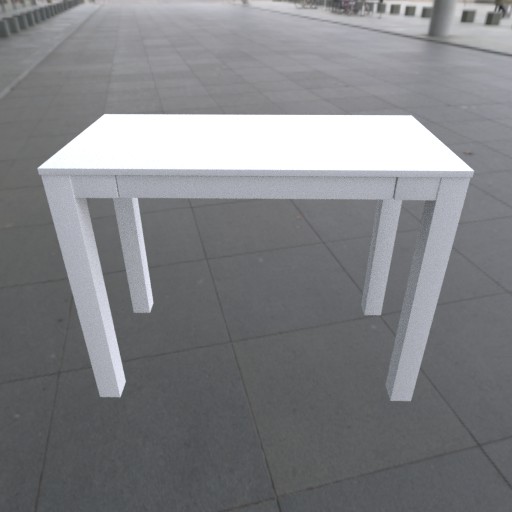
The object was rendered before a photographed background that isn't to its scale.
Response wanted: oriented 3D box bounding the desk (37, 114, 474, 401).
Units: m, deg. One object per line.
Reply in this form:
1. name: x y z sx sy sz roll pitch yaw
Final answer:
1. desk: 0.000 0.000 1.415 0.990 0.762 0.497 0 31 1
